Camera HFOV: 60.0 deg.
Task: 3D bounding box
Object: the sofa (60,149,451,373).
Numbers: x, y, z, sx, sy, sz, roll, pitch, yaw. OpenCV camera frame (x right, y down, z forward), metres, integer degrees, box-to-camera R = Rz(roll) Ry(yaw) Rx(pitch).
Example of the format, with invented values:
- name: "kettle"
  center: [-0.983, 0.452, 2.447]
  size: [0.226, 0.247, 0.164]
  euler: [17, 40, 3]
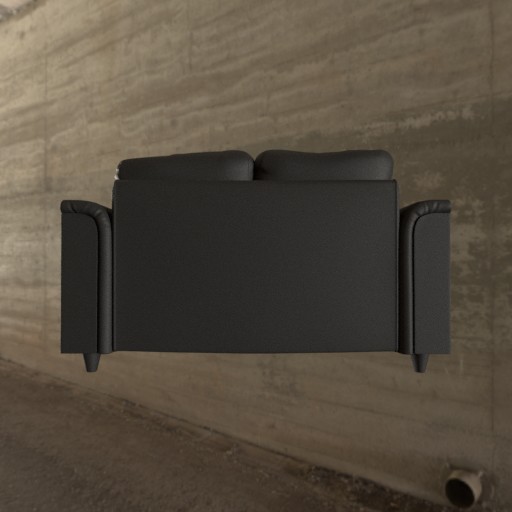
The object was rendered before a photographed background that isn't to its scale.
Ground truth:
- name: "sofa"
  center: [0.000, 0.000, 1.998]
  size: [1.386, 0.845, 0.887]
  euler: [0, 0, 0]
